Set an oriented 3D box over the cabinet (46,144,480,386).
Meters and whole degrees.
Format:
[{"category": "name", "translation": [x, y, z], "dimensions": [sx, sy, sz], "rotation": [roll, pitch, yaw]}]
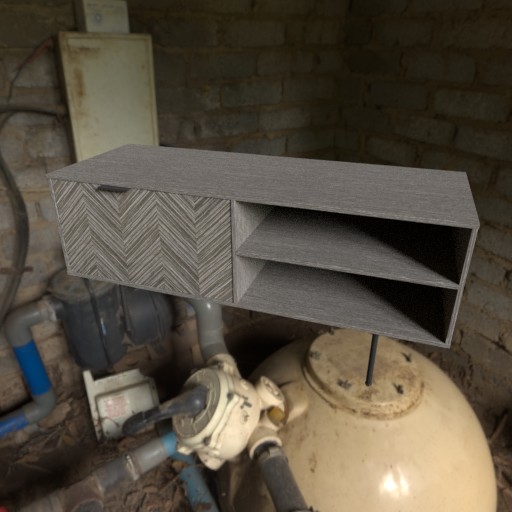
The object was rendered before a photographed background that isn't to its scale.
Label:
[{"category": "cabinet", "translation": [0.000, 0.000, 1.585], "dimensions": [1.300, 0.599, 0.500], "rotation": [9, 28, 17]}]
